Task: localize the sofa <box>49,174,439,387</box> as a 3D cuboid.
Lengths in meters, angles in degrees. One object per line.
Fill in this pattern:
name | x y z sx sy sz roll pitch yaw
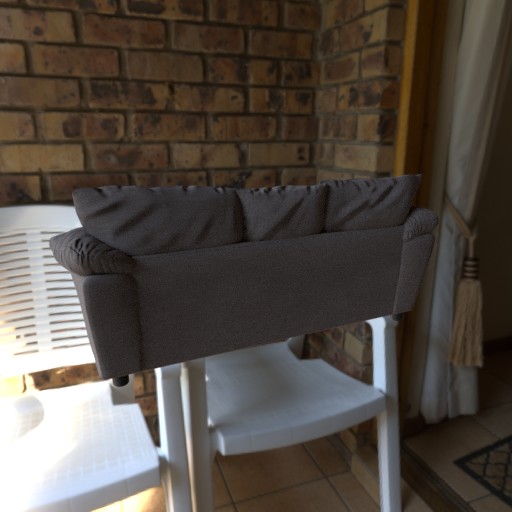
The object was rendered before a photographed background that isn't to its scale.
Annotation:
sofa | 0.000 0.000 2.869 2.390 1.043 0.927 -7 17 -25
